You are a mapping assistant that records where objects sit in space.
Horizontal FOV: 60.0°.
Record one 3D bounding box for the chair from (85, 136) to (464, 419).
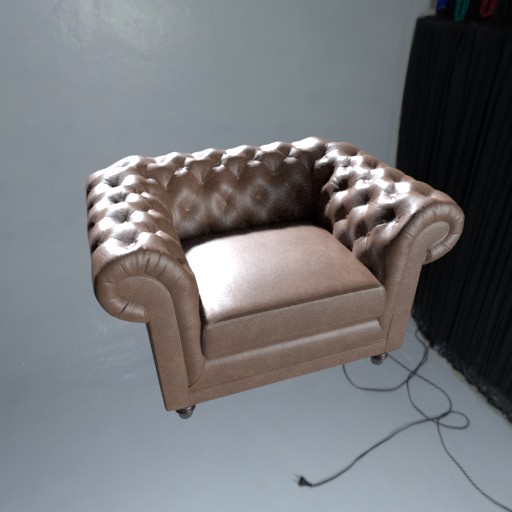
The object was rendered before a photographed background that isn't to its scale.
[{"bbox_3d":[0.000,0.000,1.917,1.298,0.784,0.954,-10,32,-17],"label":"chair"}]
